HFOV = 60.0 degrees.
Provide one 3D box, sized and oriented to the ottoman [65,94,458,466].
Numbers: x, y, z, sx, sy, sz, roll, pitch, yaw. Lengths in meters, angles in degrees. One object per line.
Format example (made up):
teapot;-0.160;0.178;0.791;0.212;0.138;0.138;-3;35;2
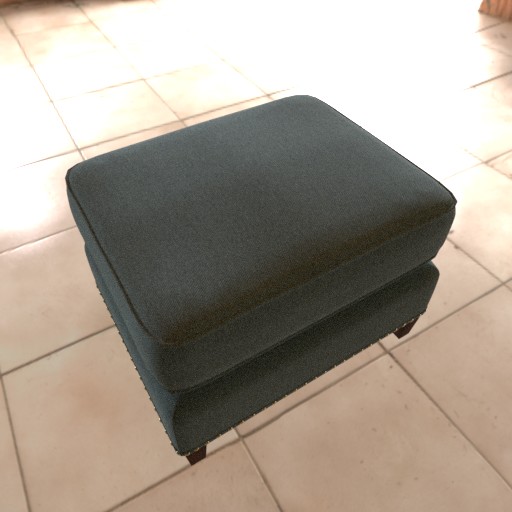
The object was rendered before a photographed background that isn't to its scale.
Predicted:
ottoman;0.000;0.000;1.113;0.738;0.537;0.589;-24;52;-21
